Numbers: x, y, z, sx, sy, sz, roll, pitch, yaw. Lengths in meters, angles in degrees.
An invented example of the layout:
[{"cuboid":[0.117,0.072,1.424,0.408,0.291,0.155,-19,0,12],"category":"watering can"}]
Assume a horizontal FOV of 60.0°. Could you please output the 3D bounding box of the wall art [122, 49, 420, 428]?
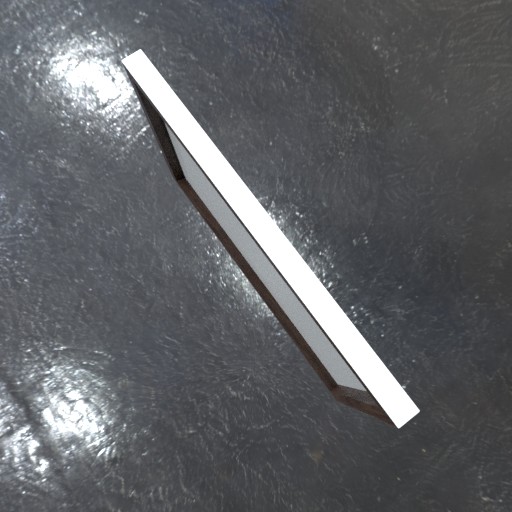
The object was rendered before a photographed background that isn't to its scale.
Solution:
[{"cuboid":[0.000,0.000,1.159,0.050,0.610,0.914,-35,79,-8],"category":"wall art"}]
